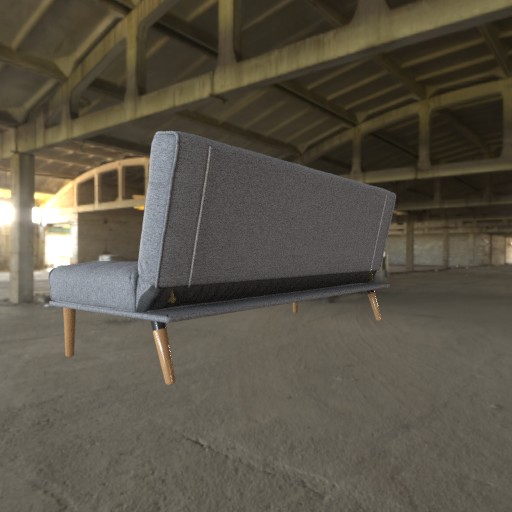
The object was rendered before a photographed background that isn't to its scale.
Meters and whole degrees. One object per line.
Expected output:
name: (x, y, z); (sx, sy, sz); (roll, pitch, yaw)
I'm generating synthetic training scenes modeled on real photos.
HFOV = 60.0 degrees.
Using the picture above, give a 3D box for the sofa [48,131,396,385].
sofa: (0.000, 0.000, 2.314); (0.810, 0.830, 1.820); (0, 1, 38)
